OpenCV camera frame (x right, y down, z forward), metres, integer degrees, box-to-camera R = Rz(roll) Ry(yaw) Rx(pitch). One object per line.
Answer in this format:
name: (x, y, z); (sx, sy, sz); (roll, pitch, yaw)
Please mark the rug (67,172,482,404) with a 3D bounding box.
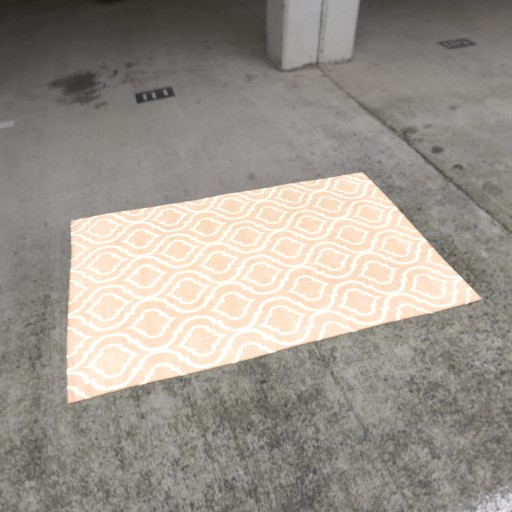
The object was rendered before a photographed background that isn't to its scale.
rug: (0.000, 0.000, 2.174); (1.761, 0.013, 1.152); (-11, 42, -13)
